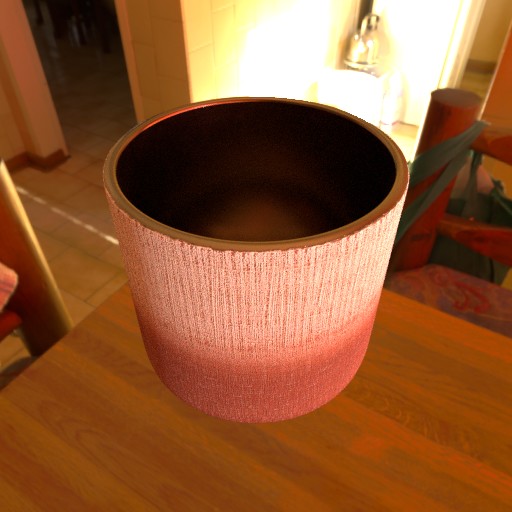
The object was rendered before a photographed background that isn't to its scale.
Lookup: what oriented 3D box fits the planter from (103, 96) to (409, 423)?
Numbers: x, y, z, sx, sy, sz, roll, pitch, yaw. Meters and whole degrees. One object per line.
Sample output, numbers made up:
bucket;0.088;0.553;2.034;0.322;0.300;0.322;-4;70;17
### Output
planter;0.000;0.000;0.388;0.221;0.201;0.221;0;42;0
